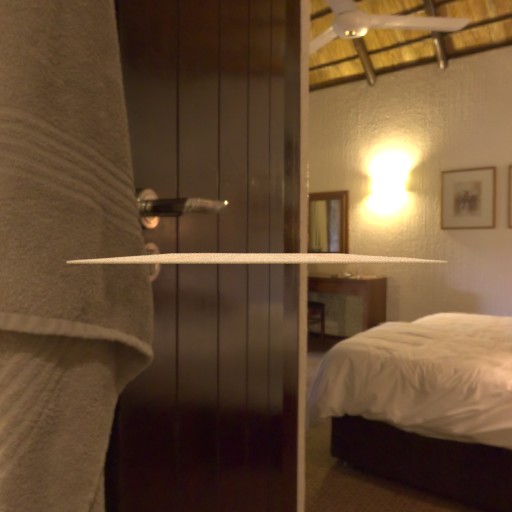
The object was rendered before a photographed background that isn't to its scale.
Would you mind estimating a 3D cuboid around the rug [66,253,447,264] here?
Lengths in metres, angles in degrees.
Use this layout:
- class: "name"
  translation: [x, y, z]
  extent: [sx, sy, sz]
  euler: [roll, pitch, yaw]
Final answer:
- class: "rug"
  translation: [0.000, 0.000, 2.336]
  extent: [1.232, 0.015, 1.825]
  euler: [0, 1, 0]
